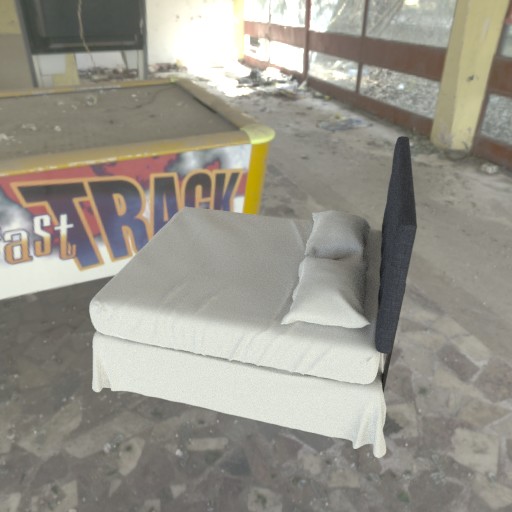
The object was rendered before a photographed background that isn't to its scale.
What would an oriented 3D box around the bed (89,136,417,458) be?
[{"bbox_3d":[0.000,0.000,3.429,2.222,1.577,1.936,8,31,13],"label":"bed"}]
